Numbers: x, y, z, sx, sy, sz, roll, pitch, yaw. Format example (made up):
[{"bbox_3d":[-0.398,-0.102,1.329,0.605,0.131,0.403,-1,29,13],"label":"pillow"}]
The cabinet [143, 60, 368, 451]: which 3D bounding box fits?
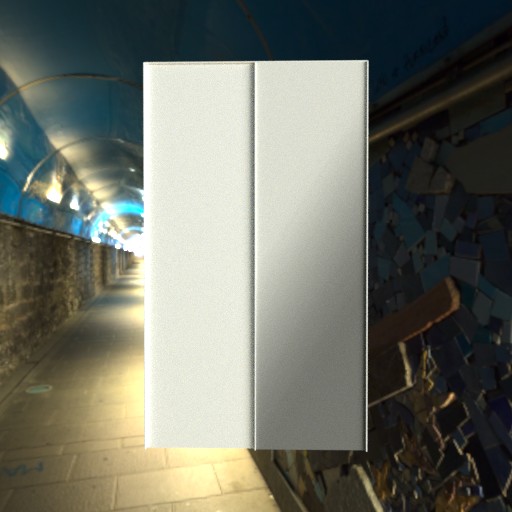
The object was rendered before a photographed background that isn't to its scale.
[{"bbox_3d":[0.000,0.000,2.692,1.250,2.160,0.480,0,1,1],"label":"cabinet"}]
